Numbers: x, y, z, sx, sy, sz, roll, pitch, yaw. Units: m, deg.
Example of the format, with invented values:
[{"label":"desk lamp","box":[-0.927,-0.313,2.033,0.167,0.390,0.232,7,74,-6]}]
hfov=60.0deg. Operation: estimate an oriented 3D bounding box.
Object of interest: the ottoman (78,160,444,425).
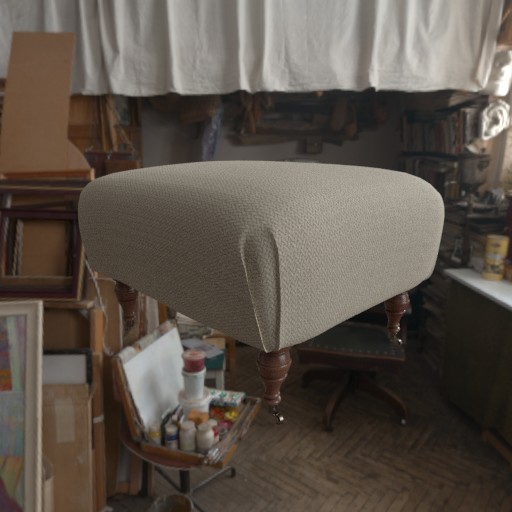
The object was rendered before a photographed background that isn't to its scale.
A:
[{"label":"ottoman","box":[0.000,0.000,1.074,0.622,0.447,0.684,-14,21,-42]}]
